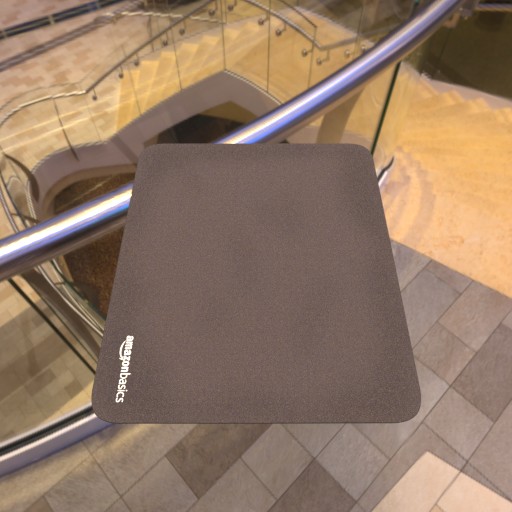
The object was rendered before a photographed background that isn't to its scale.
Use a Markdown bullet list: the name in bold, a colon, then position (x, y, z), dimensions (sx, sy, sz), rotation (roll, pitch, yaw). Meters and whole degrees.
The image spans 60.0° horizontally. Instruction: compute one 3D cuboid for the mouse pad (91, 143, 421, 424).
- **mouse pad**: position (0.000, 0.000, 0.435), dimensions (0.269, 0.002, 0.315), rotation (0, 57, 0)
